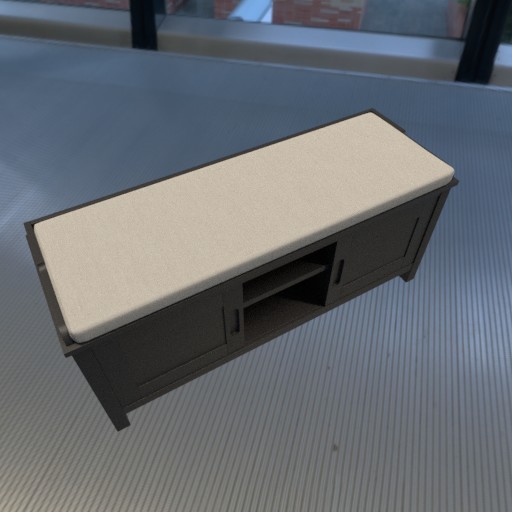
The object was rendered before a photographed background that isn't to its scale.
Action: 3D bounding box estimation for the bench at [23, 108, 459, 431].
[{"bbox_3d":[0.000,0.000,1.366,1.140,0.501,0.398,-23,52,-20],"label":"bench"}]
